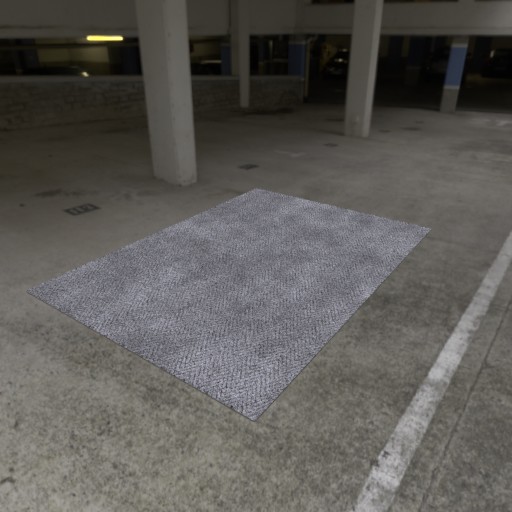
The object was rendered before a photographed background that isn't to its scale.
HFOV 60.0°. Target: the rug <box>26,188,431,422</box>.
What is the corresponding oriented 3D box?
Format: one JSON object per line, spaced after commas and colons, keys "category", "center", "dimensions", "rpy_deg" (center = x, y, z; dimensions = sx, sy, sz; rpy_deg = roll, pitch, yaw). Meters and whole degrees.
{"category": "rug", "center": [0.000, 0.000, 2.895], "dimensions": [1.600, 0.008, 2.235], "rpy_deg": [18, 32, 31]}
